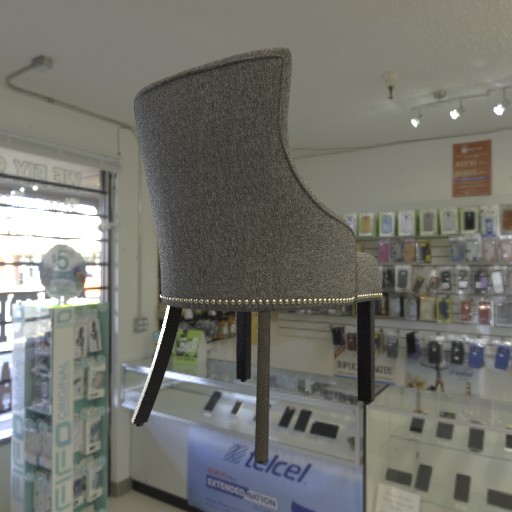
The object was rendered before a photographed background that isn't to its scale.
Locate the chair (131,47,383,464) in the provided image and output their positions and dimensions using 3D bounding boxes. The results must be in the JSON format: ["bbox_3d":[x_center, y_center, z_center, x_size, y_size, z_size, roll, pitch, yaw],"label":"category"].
[{"bbox_3d":[0.000,0.000,1.298,0.566,0.909,0.629,-1,-2,35],"label":"chair"}]
